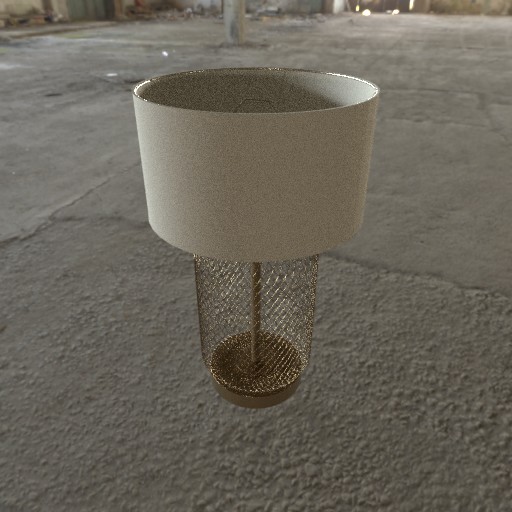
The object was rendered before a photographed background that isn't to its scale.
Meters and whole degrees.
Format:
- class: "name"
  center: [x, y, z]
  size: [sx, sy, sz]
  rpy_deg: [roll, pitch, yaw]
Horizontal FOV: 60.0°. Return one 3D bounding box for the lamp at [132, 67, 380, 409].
- class: "lamp"
  center: [0.000, 0.000, 0.792]
  size: [0.353, 0.578, 0.353]
  rpy_deg: [0, 31, 0]
